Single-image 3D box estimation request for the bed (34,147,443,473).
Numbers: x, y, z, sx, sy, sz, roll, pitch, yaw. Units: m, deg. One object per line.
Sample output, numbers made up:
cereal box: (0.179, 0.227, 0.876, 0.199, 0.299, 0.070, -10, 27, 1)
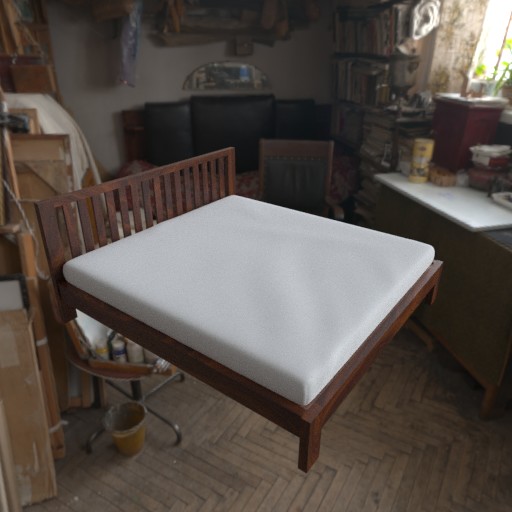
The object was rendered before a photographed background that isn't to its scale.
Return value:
bed: (0.000, 0.000, 3.088, 2.030, 0.890, 1.905, 19, 32, 33)
